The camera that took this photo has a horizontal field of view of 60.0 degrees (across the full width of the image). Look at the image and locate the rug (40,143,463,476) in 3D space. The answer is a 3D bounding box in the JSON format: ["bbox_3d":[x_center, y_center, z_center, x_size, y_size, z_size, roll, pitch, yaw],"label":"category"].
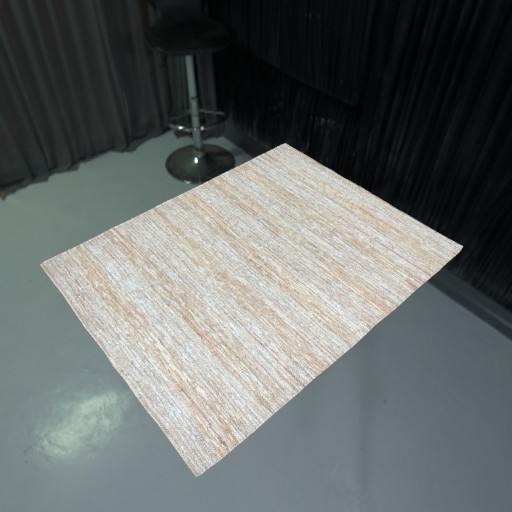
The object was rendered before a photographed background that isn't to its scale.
[{"bbox_3d":[0.000,0.000,3.880,2.939,0.009,2.313,-32,54,-27],"label":"rug"}]
